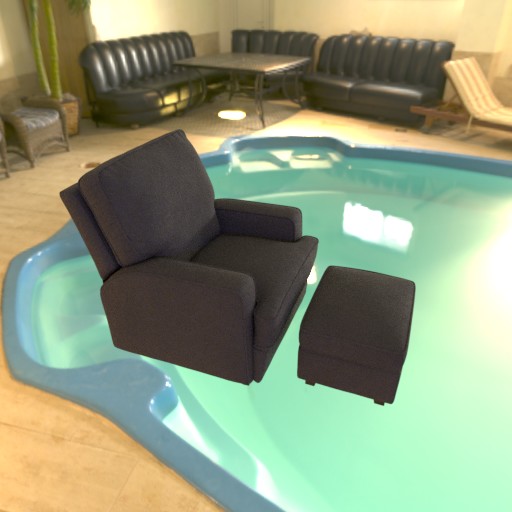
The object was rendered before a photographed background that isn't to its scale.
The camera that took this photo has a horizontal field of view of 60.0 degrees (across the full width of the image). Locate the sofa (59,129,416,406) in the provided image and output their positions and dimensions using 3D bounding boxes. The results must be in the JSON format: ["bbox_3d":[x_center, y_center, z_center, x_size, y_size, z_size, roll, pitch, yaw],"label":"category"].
[{"bbox_3d":[0.000,0.000,2.089,1.472,0.959,0.861,11,33,18],"label":"sofa"}]
